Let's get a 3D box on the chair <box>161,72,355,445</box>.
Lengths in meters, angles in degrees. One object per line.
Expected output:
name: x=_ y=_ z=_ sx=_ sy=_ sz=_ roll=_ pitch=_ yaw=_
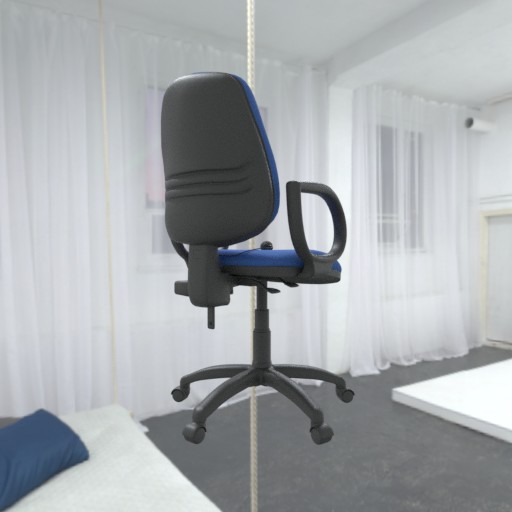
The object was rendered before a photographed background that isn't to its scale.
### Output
chair: x=0.000 y=0.000 z=1.274 sx=0.552 sy=0.905 sz=0.549 roll=1 pitch=1 yaw=37
